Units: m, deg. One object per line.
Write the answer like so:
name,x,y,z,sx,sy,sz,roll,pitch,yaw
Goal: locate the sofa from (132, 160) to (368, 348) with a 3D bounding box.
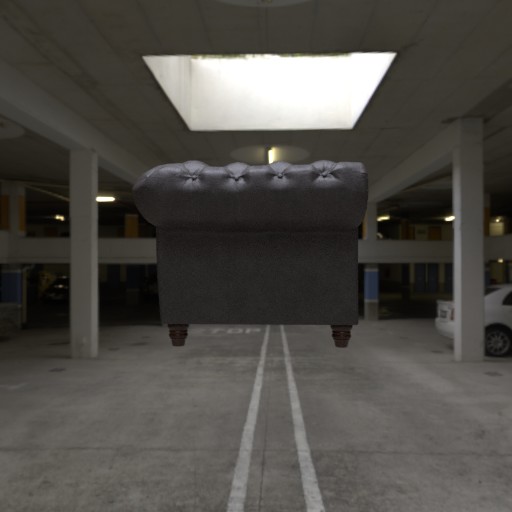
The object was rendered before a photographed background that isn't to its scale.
sofa,0.000,0.000,2.843,0.944,0.783,2.385,0,0,2
